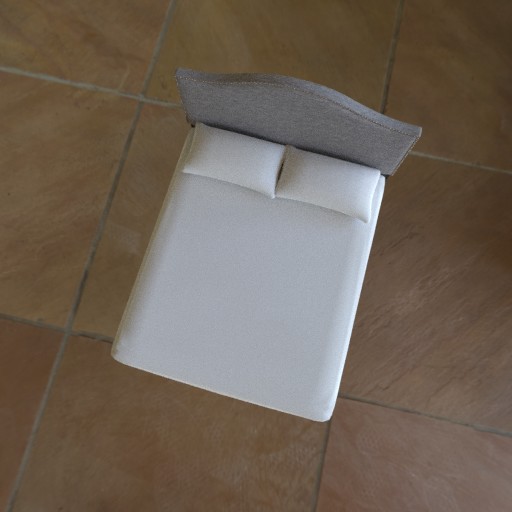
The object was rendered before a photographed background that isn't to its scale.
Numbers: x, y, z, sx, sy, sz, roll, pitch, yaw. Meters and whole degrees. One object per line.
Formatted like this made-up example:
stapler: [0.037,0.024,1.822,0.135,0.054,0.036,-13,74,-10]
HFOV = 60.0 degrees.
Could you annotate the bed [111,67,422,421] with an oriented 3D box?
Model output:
bed: [0.000,0.000,2.975,1.610,1.295,1.870,15,76,4]
